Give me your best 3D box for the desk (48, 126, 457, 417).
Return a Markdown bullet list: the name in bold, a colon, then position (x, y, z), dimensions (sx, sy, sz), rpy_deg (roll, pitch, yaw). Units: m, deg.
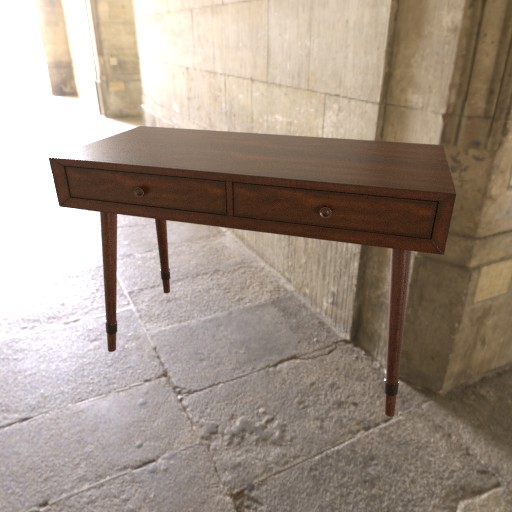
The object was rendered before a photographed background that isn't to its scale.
- **desk**: position (0.000, 0.000, 2.171), dimensions (1.577, 1.031, 0.734), rpy_deg (8, 28, 16)
